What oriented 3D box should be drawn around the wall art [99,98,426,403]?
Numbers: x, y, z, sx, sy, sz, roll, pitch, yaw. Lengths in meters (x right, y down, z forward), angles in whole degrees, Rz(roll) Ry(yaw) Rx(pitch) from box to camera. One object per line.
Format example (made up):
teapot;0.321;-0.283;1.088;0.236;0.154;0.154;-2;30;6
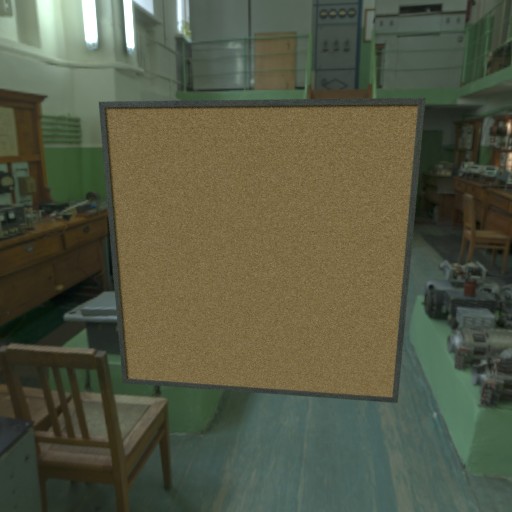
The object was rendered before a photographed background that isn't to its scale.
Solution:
wall art;0.000;0.000;0.765;0.507;0.507;0.037;2;15;7
